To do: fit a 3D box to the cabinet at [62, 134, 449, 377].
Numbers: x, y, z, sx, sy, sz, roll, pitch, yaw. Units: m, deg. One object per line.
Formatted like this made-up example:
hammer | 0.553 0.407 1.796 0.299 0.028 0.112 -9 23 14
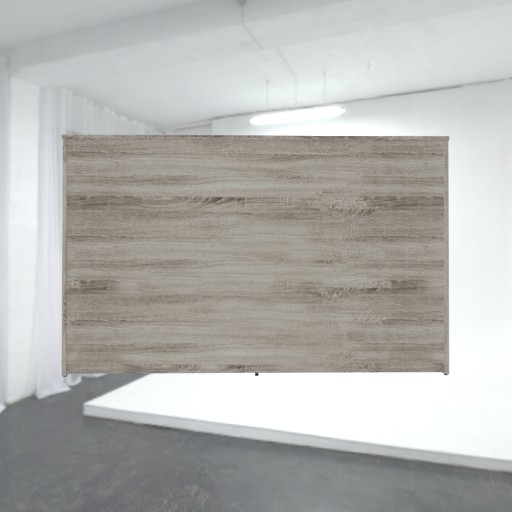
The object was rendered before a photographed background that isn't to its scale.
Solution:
cabinet | 0.000 0.000 1.843 1.450 0.900 0.380 0 -1 -1
